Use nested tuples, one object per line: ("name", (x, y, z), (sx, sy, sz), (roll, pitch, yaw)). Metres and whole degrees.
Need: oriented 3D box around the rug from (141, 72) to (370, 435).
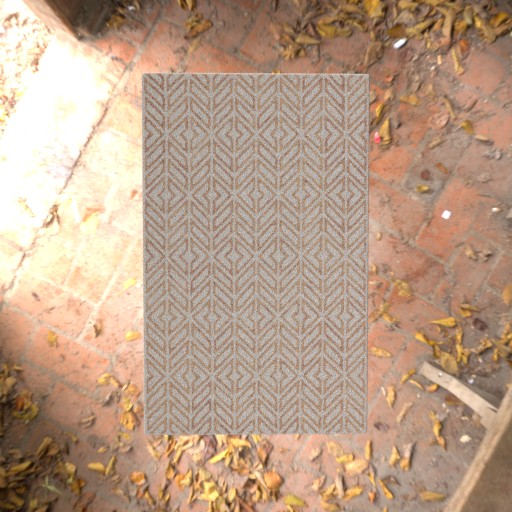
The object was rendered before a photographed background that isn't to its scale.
("rug", (0.000, 0.000, 2.993), (1.523, 0.008, 2.438), (0, 92, -1))
